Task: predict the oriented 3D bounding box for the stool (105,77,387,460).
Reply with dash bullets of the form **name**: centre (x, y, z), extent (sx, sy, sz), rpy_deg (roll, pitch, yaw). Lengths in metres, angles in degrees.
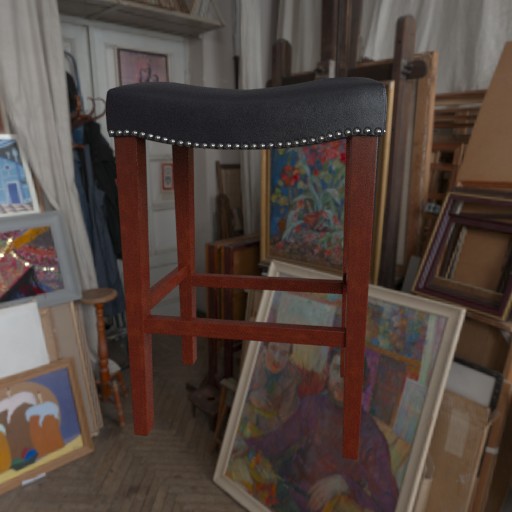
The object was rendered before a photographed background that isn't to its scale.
- **stool**: centre (0.000, 0.000, 1.015), extent (0.504, 0.742, 0.372), rpy_deg (2, 14, 9)
